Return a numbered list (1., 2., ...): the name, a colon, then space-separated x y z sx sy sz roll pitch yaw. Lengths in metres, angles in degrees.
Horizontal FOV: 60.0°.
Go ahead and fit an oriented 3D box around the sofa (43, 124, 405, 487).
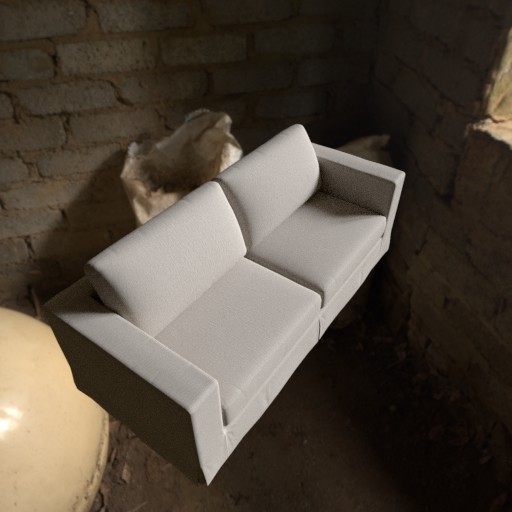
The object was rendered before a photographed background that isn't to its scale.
1. sofa: 0.000 0.000 2.636 0.954 0.881 2.163 25 47 26
